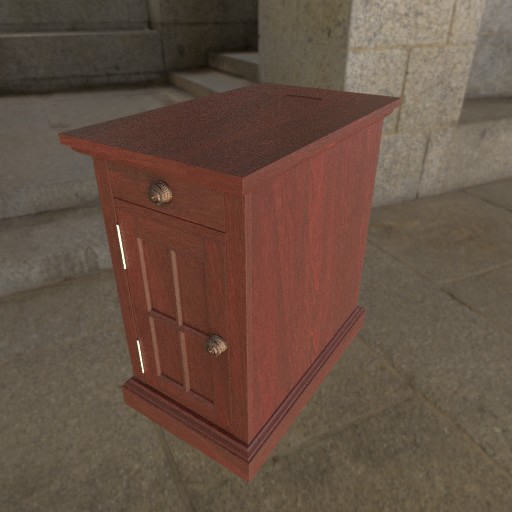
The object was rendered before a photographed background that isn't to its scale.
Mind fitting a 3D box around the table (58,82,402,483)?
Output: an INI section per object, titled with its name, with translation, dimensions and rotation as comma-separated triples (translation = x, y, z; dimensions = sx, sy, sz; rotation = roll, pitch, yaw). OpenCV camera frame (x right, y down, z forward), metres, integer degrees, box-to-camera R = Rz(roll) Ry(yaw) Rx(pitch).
[table]
translation = 0.000, 0.000, 0.972
dimensions = 0.356, 0.612, 0.584
rotation = 19, 35, 29
